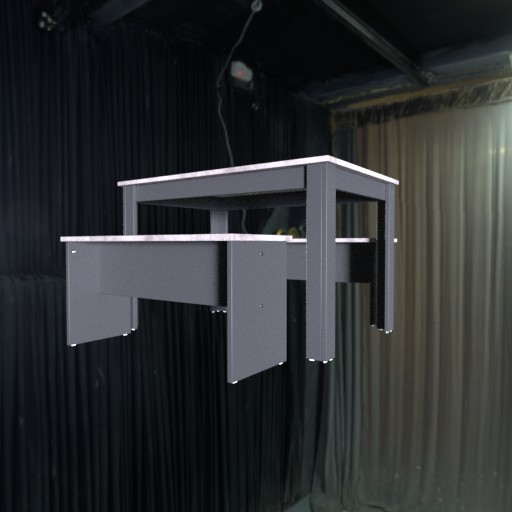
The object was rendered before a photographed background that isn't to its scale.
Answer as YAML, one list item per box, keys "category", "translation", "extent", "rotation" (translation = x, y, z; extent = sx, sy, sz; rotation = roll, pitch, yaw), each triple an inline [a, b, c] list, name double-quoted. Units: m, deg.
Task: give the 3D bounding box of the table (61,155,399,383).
- category: "table"
  translation: [0.000, 0.000, 2.085]
  extent: [1.100, 0.700, 1.443]
  rotation: [1, 2, 35]
